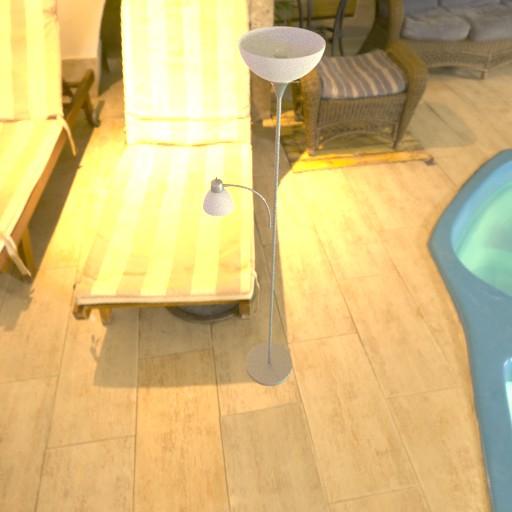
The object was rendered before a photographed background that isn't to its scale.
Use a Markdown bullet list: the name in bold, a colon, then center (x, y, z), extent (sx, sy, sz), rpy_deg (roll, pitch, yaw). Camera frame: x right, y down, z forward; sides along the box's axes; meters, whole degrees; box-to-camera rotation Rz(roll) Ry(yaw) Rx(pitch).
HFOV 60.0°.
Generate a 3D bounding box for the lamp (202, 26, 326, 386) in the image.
- **lamp**: center (0.000, 0.000, 1.965), extent (0.425, 1.804, 0.279), rpy_deg (-3, 45, -3)
